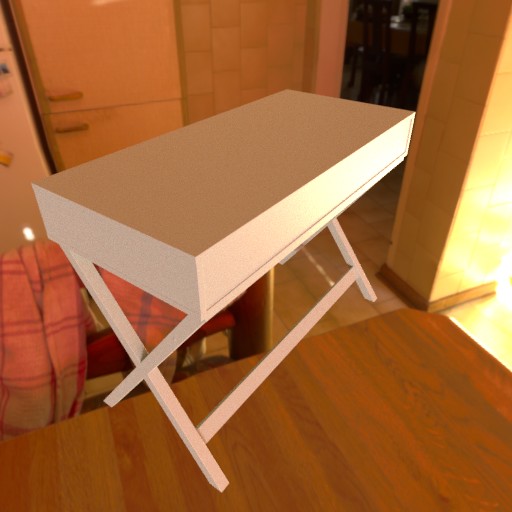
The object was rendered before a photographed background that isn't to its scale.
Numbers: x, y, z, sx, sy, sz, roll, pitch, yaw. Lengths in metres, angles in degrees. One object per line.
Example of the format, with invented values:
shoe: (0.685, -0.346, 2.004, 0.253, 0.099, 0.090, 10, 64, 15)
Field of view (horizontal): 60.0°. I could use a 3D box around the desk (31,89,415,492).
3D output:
desk: (0.000, 0.000, 1.453, 0.525, 0.780, 1.057, 22, 40, 29)
